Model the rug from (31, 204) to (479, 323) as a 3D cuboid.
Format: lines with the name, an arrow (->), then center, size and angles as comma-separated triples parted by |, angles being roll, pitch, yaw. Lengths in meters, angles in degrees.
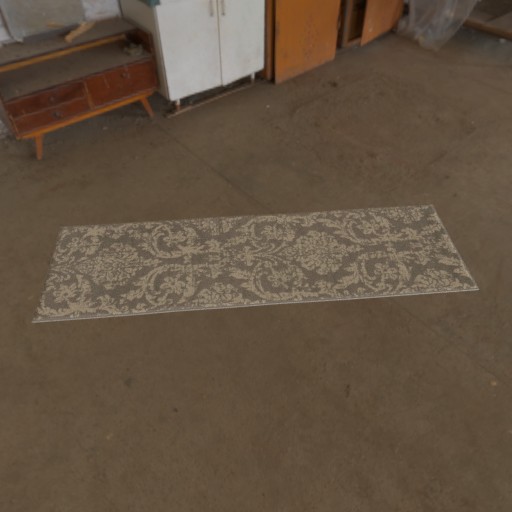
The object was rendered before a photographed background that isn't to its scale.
rug -> 0.000, 0.000, 2.386 | 2.196, 0.011, 0.662 | -4, 47, -4
